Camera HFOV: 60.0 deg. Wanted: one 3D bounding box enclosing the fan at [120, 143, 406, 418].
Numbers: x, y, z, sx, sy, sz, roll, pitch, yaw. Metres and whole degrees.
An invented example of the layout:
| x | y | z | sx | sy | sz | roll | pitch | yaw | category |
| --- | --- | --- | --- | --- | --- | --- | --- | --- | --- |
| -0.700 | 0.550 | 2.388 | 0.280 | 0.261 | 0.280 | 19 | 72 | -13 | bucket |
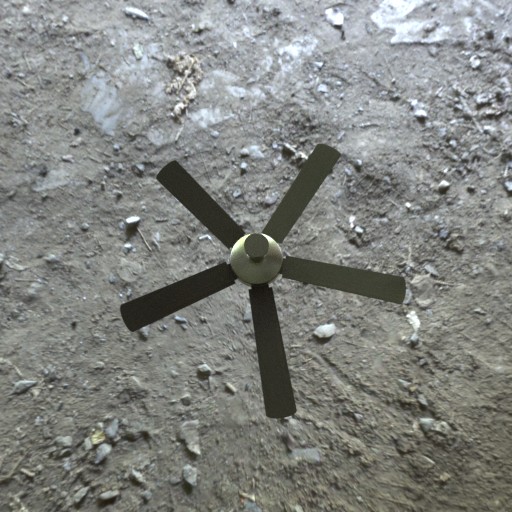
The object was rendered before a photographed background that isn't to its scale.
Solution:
| x | y | z | sx | sy | sz | roll | pitch | yaw | category |
| --- | --- | --- | --- | --- | --- | --- | --- | --- | --- |
| 0.000 | 0.000 | 2.009 | 1.321 | 0.356 | 1.321 | -33 | 77 | -8 | fan |
